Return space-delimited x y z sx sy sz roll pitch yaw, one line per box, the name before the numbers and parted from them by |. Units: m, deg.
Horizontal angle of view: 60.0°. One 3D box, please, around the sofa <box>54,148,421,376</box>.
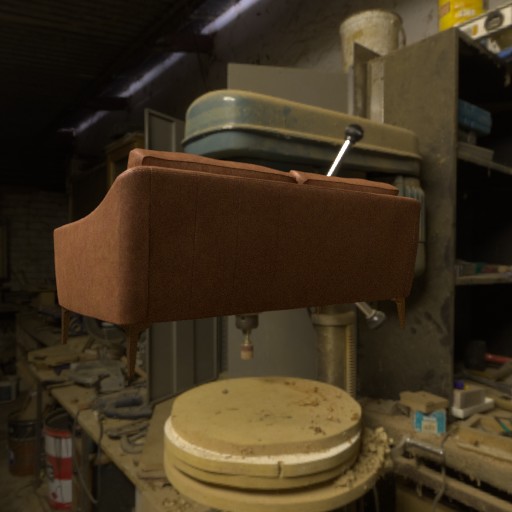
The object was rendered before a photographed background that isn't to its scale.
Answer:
sofa | 0.000 0.000 2.602 2.036 0.945 0.981 0 1 -37
